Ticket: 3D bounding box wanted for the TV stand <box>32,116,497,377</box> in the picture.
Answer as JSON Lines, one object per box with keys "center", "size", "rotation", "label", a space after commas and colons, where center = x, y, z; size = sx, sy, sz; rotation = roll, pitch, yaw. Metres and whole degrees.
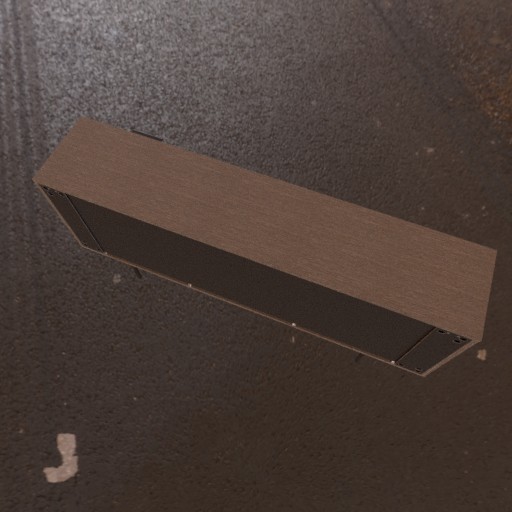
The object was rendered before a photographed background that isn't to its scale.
{"center": [0.000, 0.000, 2.085], "size": [1.804, 0.787, 0.405], "rotation": [20, 64, 10], "label": "TV stand"}
